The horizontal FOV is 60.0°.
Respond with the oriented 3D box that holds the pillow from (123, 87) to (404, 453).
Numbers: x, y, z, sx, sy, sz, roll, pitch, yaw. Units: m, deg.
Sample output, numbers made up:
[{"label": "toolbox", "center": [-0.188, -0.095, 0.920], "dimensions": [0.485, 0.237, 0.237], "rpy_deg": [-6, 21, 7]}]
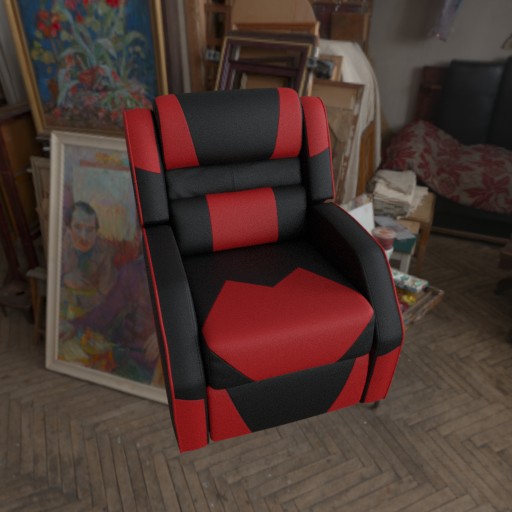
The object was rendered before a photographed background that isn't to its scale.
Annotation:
[{"label": "pillow", "center": [0.000, 0.000, 1.284], "dimensions": [0.620, 0.805, 0.672], "rpy_deg": [-9, 33, -15]}]
